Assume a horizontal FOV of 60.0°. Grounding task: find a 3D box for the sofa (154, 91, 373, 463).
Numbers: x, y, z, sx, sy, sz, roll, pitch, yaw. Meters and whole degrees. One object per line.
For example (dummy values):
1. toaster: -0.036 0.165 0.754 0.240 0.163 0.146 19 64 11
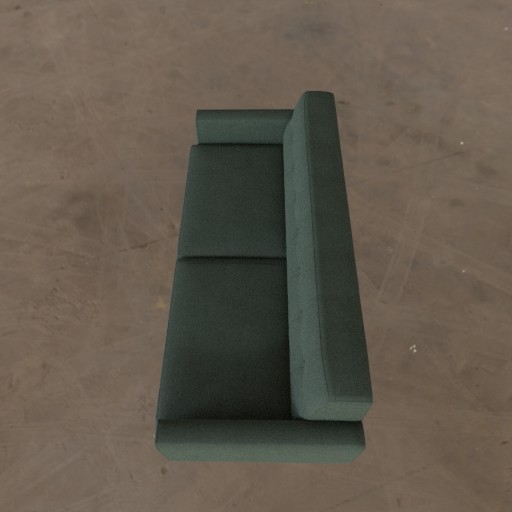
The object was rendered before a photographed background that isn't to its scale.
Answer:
1. sofa: 0.000 0.000 2.436 0.909 0.841 2.029 1 57 0
